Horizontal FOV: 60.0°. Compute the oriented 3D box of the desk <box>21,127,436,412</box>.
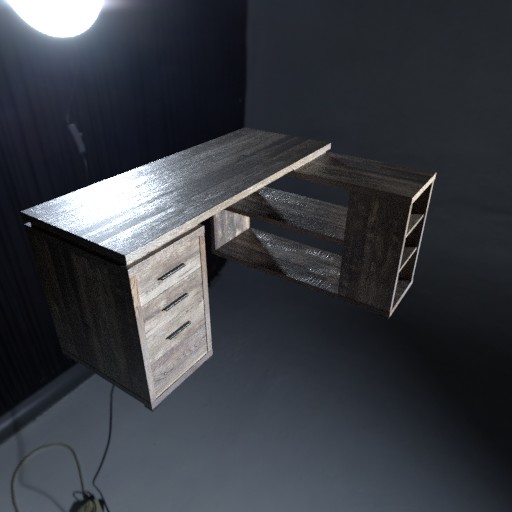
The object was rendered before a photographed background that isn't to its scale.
[{"bbox_3d":[0.000,0.000,2.183,1.200,0.753,1.524,19,36,29],"label":"desk"}]
